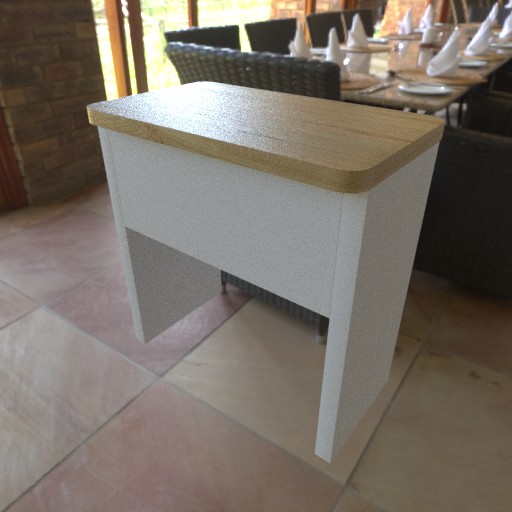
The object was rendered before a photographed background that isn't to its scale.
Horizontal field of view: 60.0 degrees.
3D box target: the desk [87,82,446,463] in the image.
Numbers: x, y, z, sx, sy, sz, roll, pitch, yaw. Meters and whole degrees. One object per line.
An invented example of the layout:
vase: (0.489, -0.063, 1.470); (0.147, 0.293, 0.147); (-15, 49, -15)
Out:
desk: (0.000, 0.000, 1.245); (0.760, 0.790, 0.440); (22, 38, 32)
